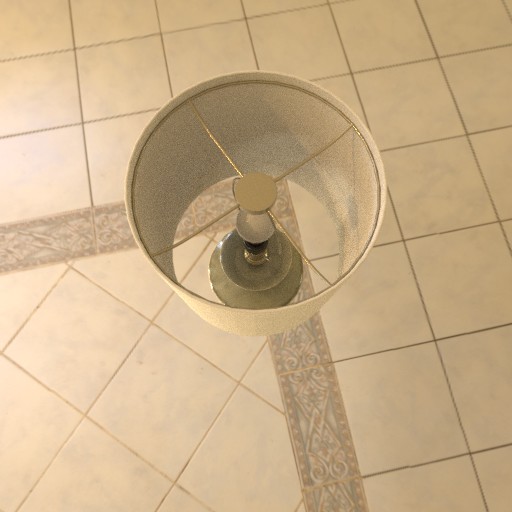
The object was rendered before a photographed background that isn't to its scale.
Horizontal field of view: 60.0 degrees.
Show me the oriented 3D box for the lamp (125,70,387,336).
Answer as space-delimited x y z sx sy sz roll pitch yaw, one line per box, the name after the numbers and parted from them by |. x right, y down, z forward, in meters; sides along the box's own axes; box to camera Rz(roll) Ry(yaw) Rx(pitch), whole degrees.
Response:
0.000 0.000 0.575 0.211 0.455 0.211 -21 76 -5 | lamp
